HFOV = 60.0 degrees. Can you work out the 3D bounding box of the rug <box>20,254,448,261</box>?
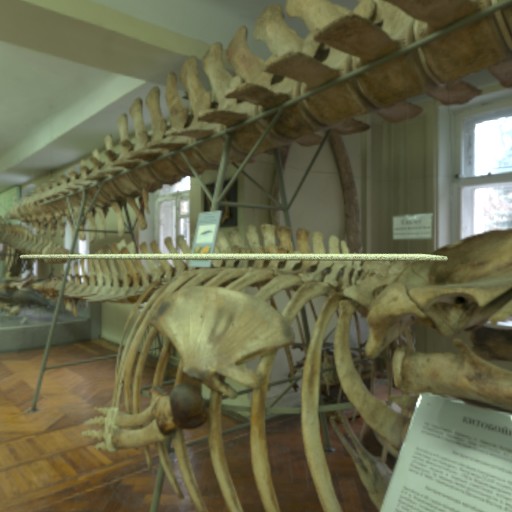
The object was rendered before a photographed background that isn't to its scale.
[{"bbox_3d":[0.000,0.000,4.081,3.047,0.029,2.438,0,1,18],"label":"rug"}]
